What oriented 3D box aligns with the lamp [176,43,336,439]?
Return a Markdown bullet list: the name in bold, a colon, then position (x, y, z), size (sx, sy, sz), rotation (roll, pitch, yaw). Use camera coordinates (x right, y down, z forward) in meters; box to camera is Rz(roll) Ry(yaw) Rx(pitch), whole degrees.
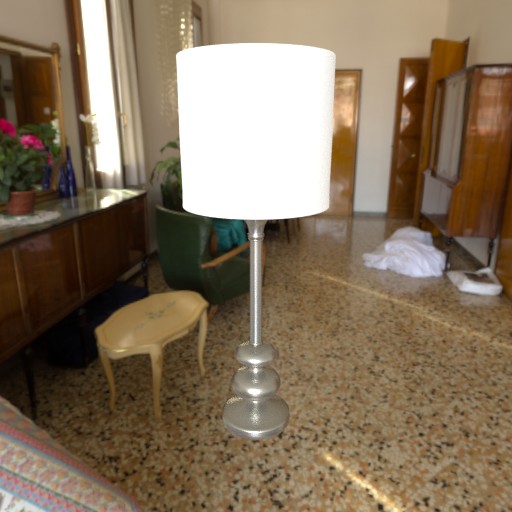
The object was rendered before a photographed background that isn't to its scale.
- **lamp**: position (0.000, 0.000, 0.807), size (0.254, 0.690, 0.254), rotation (-8, 18, -26)
